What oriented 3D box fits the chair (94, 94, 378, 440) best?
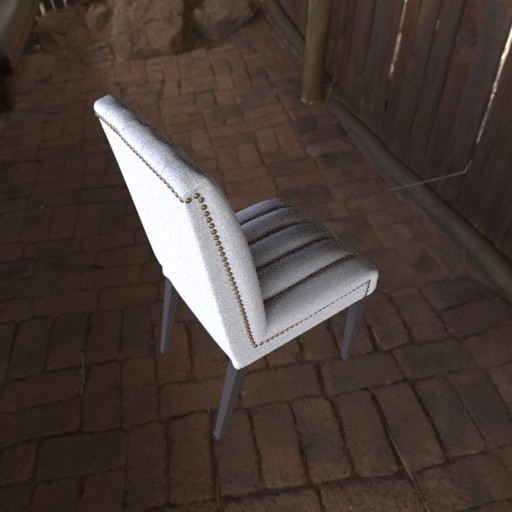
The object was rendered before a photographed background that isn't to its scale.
[{"bbox_3d":[0.000,0.000,1.395,0.647,1.016,0.511,-25,48,-25],"label":"chair"}]
